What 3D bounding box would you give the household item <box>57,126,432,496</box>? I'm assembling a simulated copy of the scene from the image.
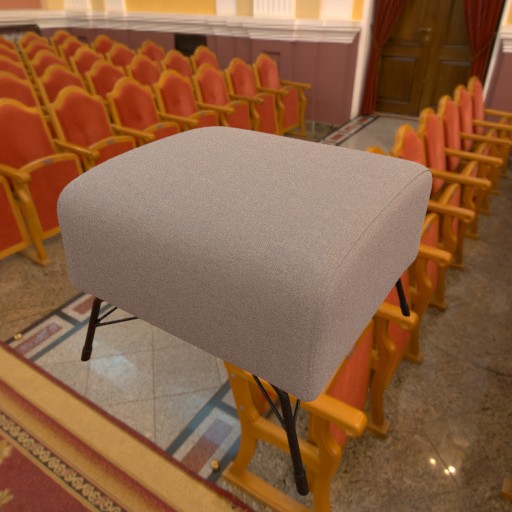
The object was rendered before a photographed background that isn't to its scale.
[{"bbox_3d":[0.000,0.000,0.876,0.530,0.410,0.530,19,36,28],"label":"household item"}]
